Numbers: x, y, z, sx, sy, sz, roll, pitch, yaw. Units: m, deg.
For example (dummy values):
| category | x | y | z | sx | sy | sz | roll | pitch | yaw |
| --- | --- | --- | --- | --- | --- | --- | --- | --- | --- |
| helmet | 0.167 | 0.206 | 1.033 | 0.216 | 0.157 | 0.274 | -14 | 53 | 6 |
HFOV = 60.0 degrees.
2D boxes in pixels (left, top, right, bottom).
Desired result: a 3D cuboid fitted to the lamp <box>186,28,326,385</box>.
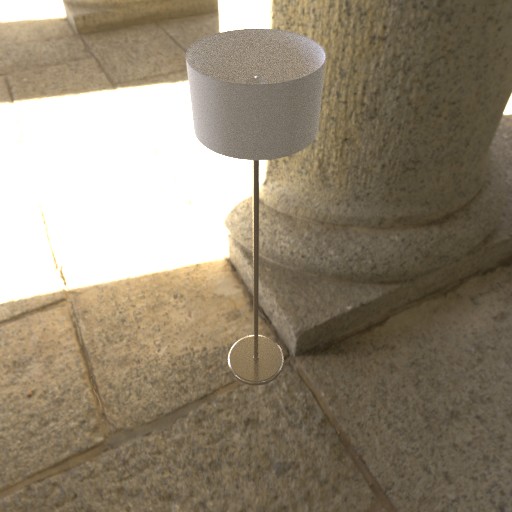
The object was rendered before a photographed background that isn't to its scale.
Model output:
| category | x | y | z | sx | sy | sz | roll | pitch | yaw |
| --- | --- | --- | --- | --- | --- | --- | --- | --- | --- |
| lamp | 0.000 | 0.000 | 1.617 | 0.347 | 1.443 | 0.347 | 25 | 51 | 22 |
